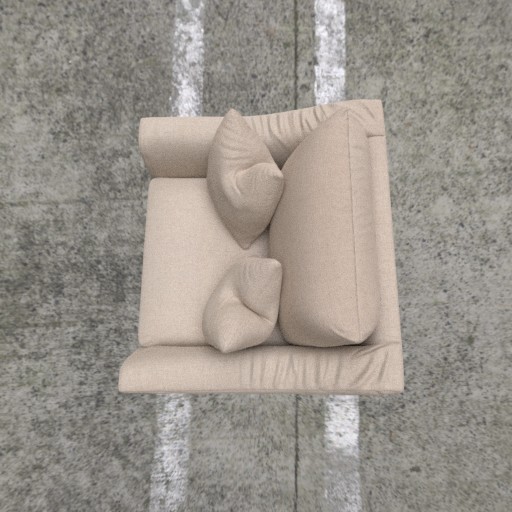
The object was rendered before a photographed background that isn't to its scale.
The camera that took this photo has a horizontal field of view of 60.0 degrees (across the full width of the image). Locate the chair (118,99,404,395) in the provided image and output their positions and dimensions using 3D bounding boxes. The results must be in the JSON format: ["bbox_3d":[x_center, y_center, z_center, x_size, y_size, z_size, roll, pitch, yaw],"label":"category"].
[{"bbox_3d":[0.000,0.000,2.019,1.071,1.093,1.194,0,75,0],"label":"chair"}]
